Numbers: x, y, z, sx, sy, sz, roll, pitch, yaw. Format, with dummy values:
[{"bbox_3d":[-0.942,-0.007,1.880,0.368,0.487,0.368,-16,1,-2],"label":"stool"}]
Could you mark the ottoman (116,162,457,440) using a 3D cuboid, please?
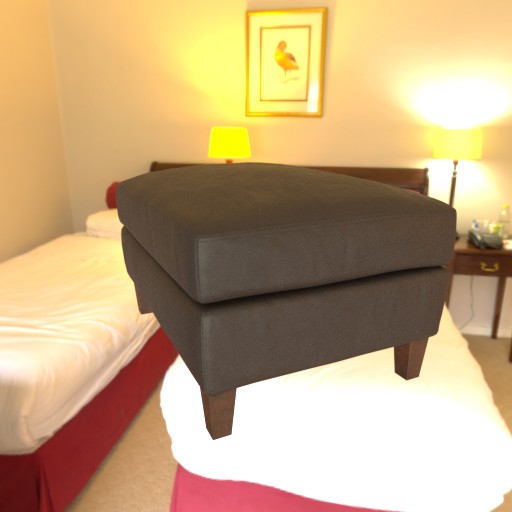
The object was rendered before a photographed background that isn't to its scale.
[{"bbox_3d":[0.000,0.000,1.293,0.659,0.529,0.887,-8,18,-25],"label":"ottoman"}]
